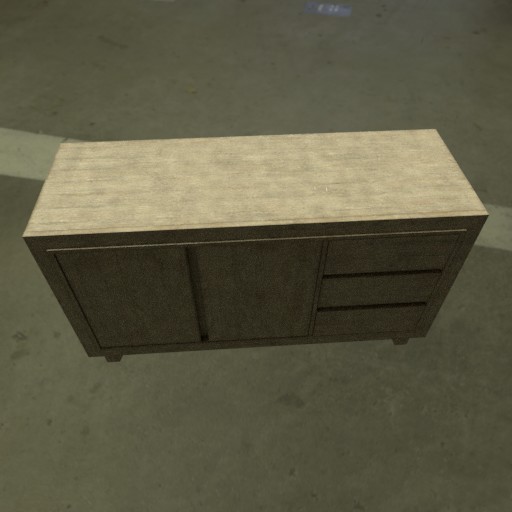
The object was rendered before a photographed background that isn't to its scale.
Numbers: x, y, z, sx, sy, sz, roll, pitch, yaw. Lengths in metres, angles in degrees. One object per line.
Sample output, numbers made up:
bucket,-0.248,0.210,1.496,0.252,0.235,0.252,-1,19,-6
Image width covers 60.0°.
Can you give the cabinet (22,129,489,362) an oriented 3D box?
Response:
cabinet,0.000,0.000,1.854,1.460,0.825,0.511,-3,48,-3
